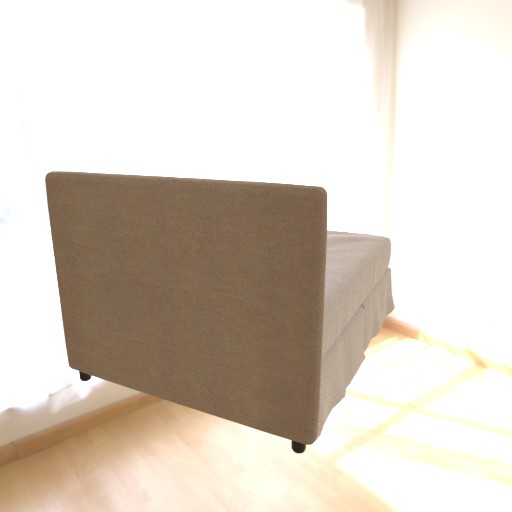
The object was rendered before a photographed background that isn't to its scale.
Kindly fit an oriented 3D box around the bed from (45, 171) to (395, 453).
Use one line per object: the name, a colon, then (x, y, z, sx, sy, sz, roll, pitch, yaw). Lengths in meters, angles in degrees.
bed: (0.000, 0.000, 3.236, 1.713, 1.330, 2.162, 8, 18, 26)
